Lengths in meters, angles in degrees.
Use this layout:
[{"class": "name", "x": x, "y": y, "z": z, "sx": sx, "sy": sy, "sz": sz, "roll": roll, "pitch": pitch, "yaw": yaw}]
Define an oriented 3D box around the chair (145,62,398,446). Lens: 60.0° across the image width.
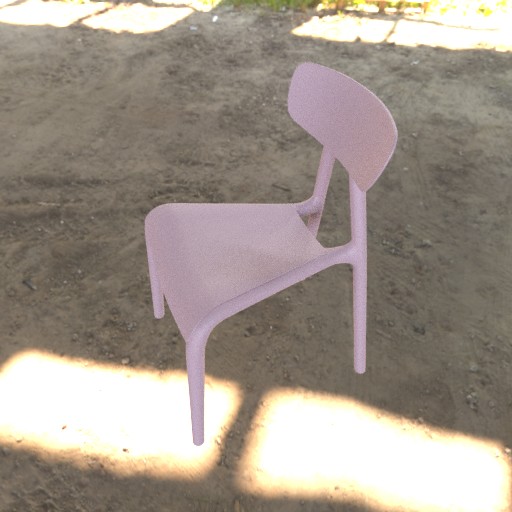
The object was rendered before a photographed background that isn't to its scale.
[{"class": "chair", "x": 0.000, "y": 0.000, "z": 0.826, "sx": 0.401, "sy": 0.580, "sz": 0.356, "roll": -16, "pitch": 47, "yaw": -15}]
